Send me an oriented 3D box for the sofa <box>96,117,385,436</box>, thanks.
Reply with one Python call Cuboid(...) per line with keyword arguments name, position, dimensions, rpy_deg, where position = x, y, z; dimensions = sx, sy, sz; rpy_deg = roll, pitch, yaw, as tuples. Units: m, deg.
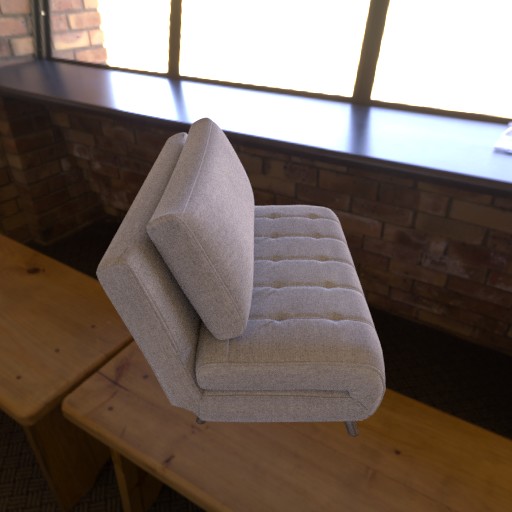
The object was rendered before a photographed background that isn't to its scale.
Cuboid(name="sofa", position=(0.000, 0.000, 1.929), dimensions=(0.910, 0.910, 1.220), rpy_deg=(0, 32, 0))
